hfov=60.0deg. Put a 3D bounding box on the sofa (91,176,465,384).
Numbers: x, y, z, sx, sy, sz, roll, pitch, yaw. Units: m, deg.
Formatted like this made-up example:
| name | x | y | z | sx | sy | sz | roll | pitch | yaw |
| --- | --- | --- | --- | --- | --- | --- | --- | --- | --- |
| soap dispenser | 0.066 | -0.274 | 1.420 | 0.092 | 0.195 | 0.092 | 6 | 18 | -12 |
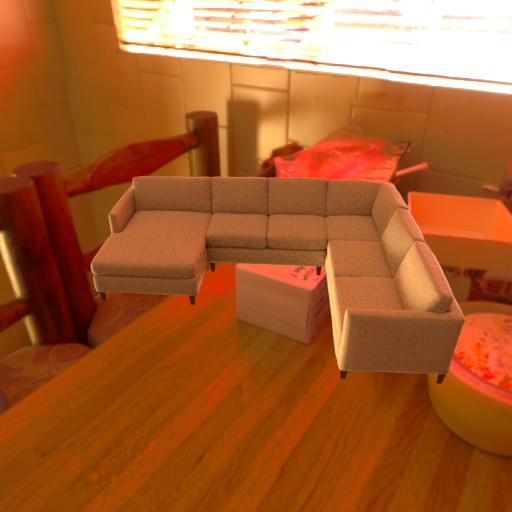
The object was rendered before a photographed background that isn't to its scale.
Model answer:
| name | x | y | z | sx | sy | sz | roll | pitch | yaw |
| --- | --- | --- | --- | --- | --- | --- | --- | --- | --- |
| sofa | 0.000 | 0.000 | 4.742 | 3.460 | 0.961 | 2.594 | 2 | 31 | 3 |
